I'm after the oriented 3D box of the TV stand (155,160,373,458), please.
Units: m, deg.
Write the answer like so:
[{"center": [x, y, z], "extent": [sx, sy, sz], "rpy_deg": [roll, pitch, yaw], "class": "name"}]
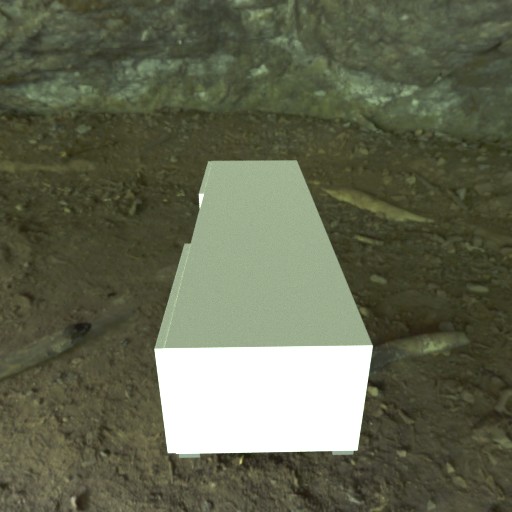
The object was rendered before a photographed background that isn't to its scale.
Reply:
[{"center": [0.000, 0.000, 1.546], "extent": [0.420, 0.310, 1.400], "rpy_deg": [-1, 27, -1], "class": "TV stand"}]
